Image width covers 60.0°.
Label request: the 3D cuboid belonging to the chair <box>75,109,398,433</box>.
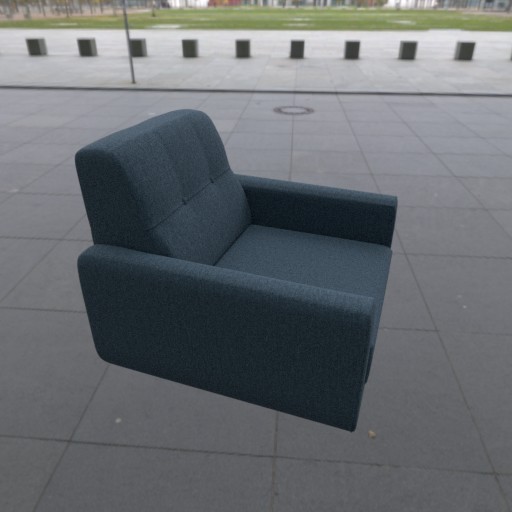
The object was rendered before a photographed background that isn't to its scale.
[{"bbox_3d":[0.000,0.000,1.674,0.964,0.940,0.880,10,31,17],"label":"chair"}]
